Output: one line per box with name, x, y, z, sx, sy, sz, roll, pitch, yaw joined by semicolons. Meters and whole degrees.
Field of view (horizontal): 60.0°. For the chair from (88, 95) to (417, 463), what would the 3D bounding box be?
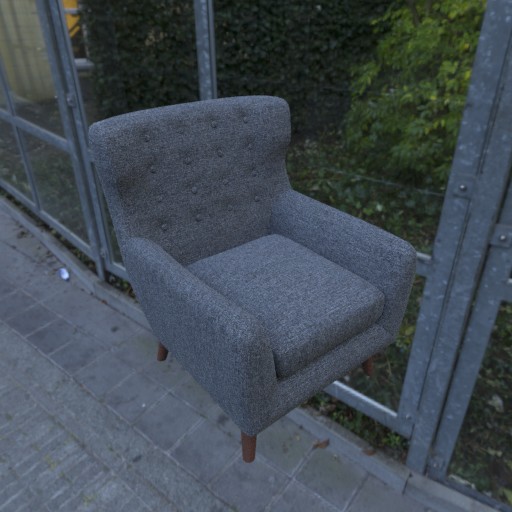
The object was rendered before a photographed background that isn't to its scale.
chair;0.000;0.000;1.757;0.889;1.039;0.940;-22;36;-33
